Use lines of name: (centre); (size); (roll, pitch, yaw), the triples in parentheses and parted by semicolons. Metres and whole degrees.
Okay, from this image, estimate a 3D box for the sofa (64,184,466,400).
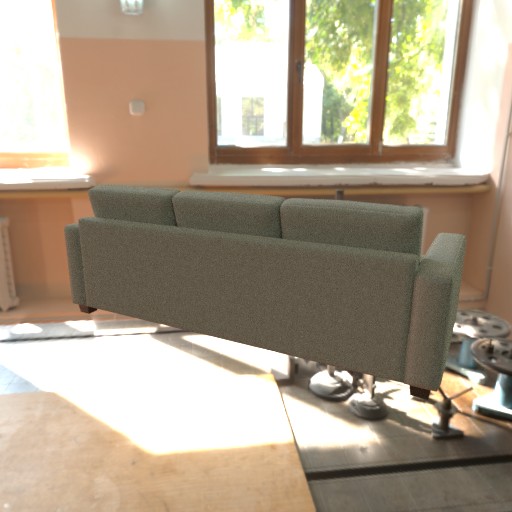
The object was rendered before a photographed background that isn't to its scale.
sofa: (0.000, 0.000, 2.583); (2.160, 0.800, 0.900); (8, 17, 27)
